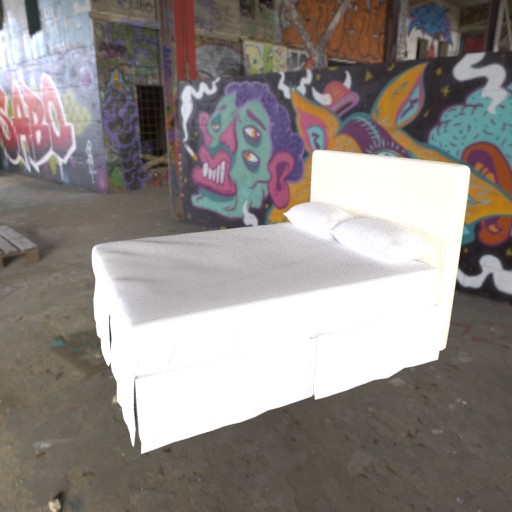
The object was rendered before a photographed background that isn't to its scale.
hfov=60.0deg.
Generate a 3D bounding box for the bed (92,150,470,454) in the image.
[{"bbox_3d":[0.000,0.000,3.127,2.142,1.330,1.713,-8,19,-24],"label":"bed"}]
